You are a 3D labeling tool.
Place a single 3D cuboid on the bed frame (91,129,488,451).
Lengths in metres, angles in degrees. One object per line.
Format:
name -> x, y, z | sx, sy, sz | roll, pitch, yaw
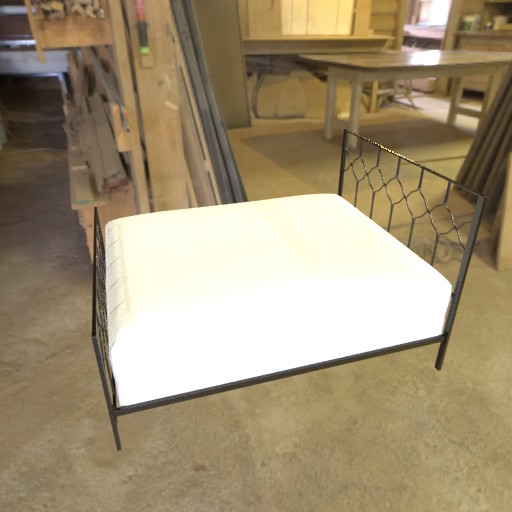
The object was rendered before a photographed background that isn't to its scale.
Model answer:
bed frame -> 0.000, 0.000, 3.030 | 2.063, 1.222, 1.597 | -9, 30, -15
